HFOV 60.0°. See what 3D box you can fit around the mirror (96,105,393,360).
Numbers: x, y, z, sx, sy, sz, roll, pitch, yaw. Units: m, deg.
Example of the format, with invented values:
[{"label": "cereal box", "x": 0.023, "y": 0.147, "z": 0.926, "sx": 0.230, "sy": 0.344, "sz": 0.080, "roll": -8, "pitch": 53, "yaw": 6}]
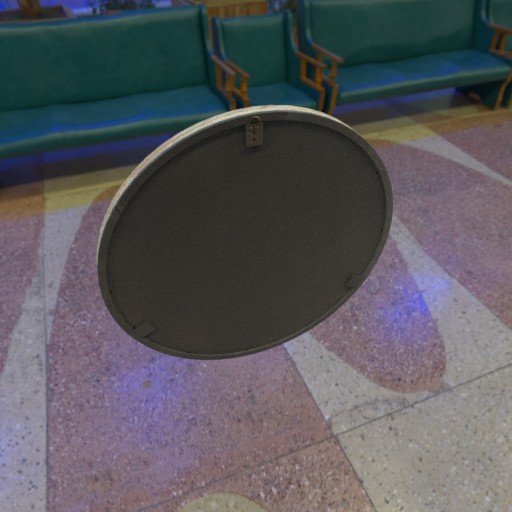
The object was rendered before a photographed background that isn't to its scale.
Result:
[{"label": "mirror", "x": 0.000, "y": 0.000, "z": 1.050, "sx": 0.710, "sy": 0.710, "sz": 0.038, "roll": -13, "pitch": 42, "yaw": -14}]
